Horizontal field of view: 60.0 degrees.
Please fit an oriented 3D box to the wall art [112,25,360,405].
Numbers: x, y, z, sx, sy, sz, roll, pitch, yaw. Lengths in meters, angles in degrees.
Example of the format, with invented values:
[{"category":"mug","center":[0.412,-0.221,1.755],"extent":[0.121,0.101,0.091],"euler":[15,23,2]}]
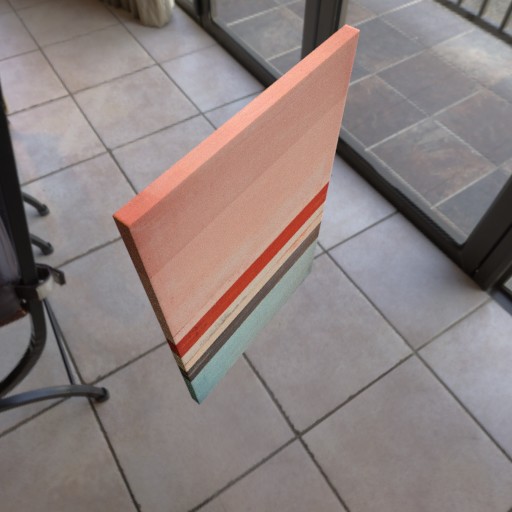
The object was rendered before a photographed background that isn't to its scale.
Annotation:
[{"category":"wall art","center":[0.000,0.000,1.124],"extent":[0.038,0.914,0.610],"euler":[33,63,20]}]
